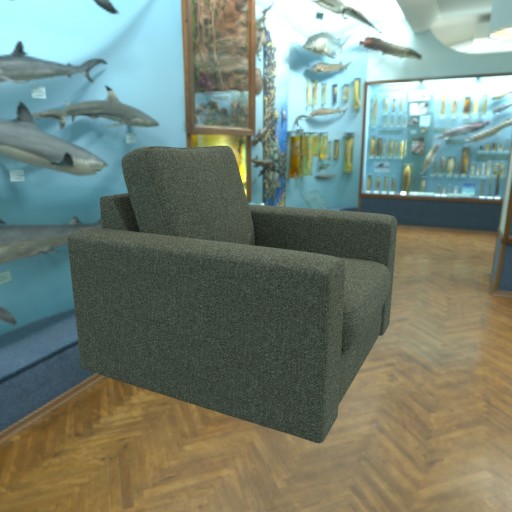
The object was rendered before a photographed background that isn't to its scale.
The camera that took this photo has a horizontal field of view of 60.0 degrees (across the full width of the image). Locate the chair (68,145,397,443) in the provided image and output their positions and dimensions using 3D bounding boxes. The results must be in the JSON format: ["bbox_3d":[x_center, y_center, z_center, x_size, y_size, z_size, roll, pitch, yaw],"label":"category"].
[{"bbox_3d":[0.000,0.000,1.815,1.016,0.873,1.005,7,16,26],"label":"chair"}]
